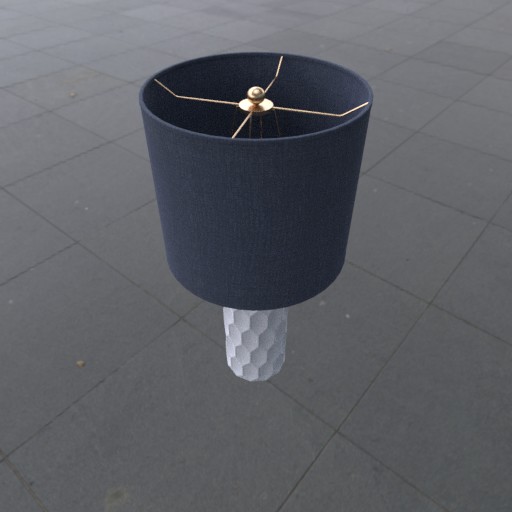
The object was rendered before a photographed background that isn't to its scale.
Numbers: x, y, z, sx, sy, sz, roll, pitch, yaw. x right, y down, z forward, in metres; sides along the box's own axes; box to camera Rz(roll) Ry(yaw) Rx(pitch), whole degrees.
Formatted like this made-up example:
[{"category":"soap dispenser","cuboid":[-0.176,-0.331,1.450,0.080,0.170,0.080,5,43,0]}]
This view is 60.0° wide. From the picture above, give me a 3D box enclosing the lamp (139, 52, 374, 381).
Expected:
[{"category":"lamp","cuboid":[0.000,0.000,0.708,0.277,0.537,0.277,-25,47,-26]}]
